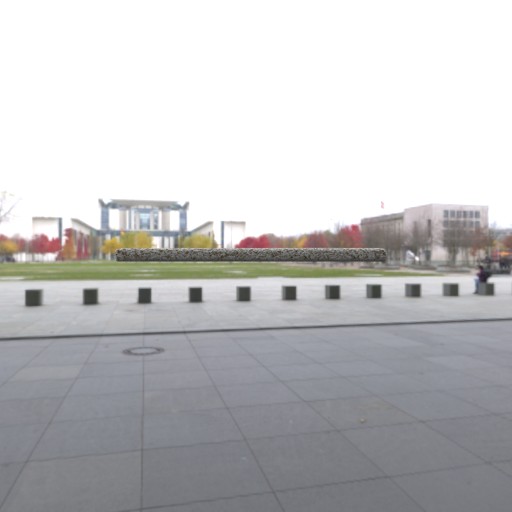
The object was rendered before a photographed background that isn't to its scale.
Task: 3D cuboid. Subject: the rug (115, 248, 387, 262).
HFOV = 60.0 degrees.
[{"bbox_3d":[0.000,0.000,1.738,0.609,0.030,1.524,0,0,1],"label":"rug"}]
